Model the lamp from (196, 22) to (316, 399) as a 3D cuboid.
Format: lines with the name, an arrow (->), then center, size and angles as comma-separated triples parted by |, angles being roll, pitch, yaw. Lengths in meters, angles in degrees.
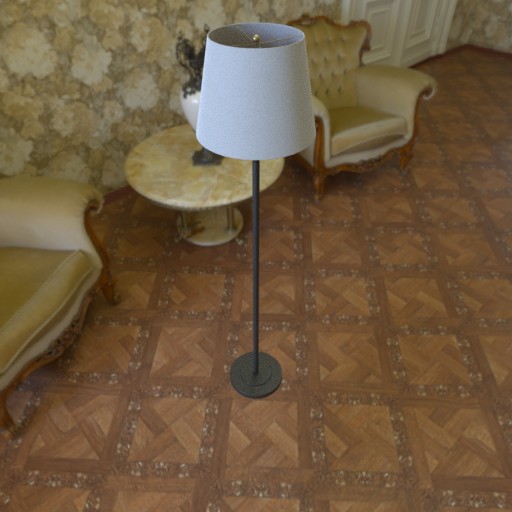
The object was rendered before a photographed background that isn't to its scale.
lamp -> 0.000, 0.000, 1.600 | 0.348, 1.473, 0.348 | 1, 40, 1
